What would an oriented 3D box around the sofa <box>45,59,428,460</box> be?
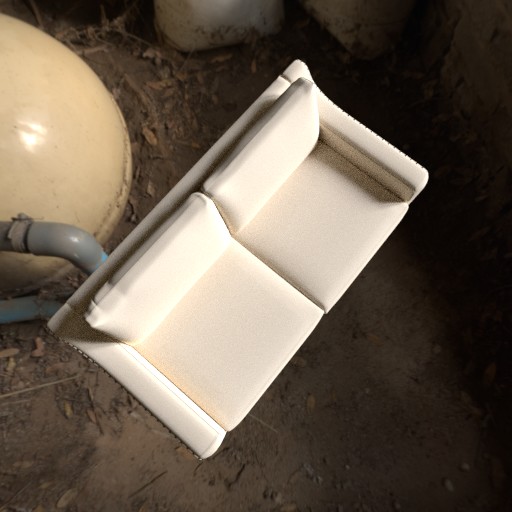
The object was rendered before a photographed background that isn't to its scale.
[{"bbox_3d":[0.000,0.000,2.321,0.949,0.830,1.812,39,79,9],"label":"sofa"}]
